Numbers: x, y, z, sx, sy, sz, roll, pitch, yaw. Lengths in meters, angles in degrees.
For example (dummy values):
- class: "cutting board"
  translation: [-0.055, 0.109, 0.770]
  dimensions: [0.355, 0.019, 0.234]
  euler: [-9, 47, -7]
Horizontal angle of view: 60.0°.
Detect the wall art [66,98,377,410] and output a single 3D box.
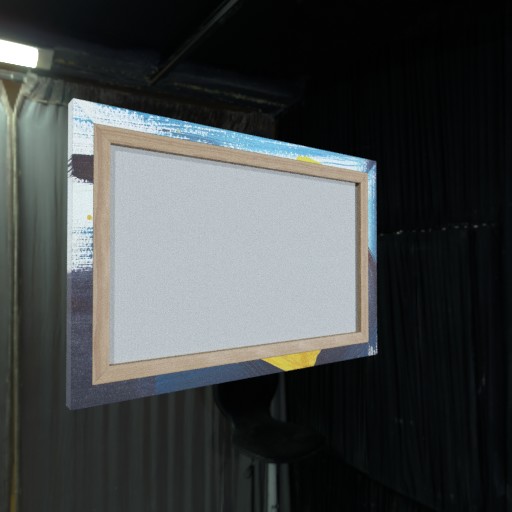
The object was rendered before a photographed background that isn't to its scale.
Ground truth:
- class: "wall art"
  translation: [0.000, 0.000, 1.147]
  dimensions: [0.914, 0.610, 0.039]
  euler: [1, -1, -36]
